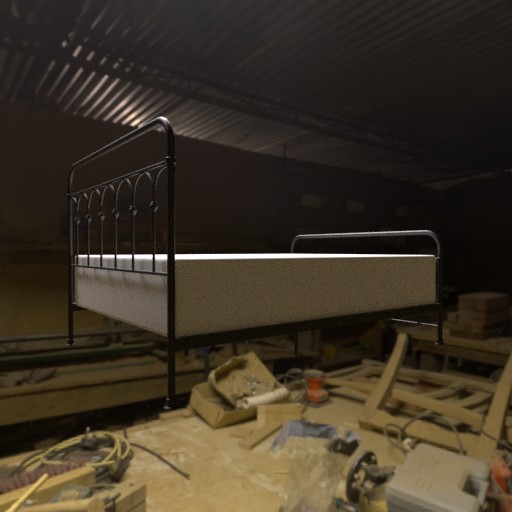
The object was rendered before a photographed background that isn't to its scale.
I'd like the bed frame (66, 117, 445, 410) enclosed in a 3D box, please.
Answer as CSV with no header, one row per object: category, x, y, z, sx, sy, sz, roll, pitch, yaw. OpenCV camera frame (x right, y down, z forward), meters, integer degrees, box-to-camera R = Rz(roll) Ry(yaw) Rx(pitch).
bed frame,0.000,0.000,3.192,2.203,1.276,1.664,-1,1,-37
